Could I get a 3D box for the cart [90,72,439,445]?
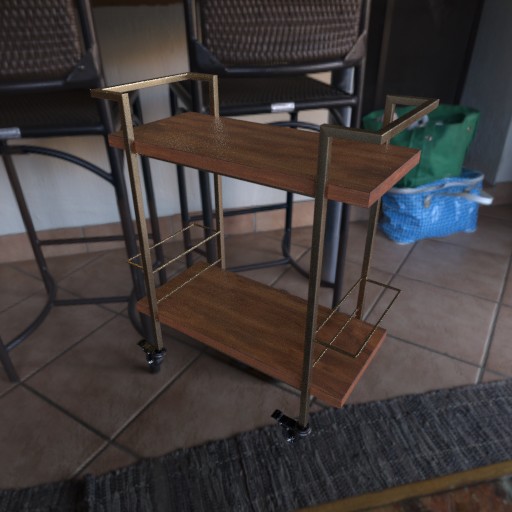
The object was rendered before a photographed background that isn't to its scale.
[{"bbox_3d":[0.000,0.000,1.158,0.695,0.807,0.364,19,35,29],"label":"cart"}]
